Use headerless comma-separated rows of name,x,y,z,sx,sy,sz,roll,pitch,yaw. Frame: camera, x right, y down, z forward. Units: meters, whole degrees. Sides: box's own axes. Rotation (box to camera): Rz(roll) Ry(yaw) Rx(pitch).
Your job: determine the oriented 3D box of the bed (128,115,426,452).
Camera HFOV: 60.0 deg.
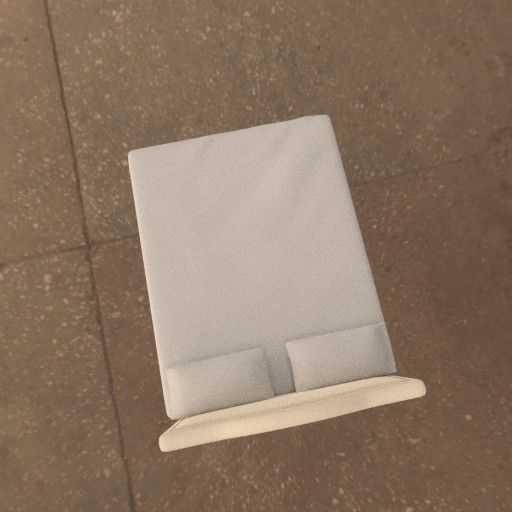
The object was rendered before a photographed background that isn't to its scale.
bed,0.000,0.000,3.631,1.977,1.437,2.477,-11,77,-3
